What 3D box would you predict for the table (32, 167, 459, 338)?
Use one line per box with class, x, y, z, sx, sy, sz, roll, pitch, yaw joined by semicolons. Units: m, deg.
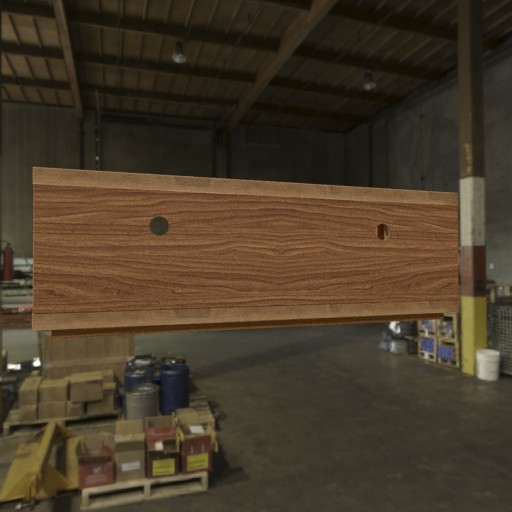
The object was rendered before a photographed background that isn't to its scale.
table;0.000;0.000;1.725;1.499;0.491;0.499;0;-1;-18
